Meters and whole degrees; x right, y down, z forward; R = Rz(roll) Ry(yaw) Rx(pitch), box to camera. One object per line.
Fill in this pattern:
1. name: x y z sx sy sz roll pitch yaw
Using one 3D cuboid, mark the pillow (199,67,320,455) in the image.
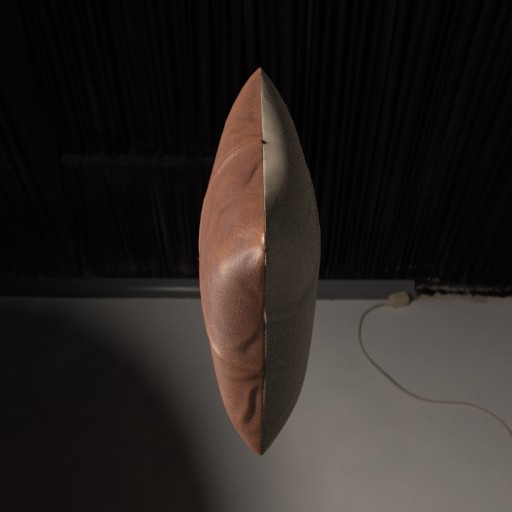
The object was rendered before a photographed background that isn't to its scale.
1. pillow: 0.000 0.000 0.740 0.192 0.470 0.484 0 42 0
